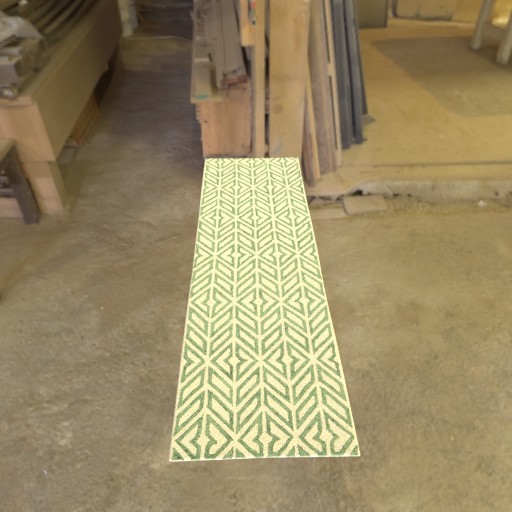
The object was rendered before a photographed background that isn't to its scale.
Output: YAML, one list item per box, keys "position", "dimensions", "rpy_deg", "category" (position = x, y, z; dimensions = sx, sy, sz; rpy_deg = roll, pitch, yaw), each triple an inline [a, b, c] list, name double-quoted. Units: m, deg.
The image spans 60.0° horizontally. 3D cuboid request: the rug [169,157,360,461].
- position: [0.000, 0.000, 2.655]
  dimensions: [0.750, 0.009, 2.435]
  rpy_deg: [-1, 40, -1]
  category: "rug"
